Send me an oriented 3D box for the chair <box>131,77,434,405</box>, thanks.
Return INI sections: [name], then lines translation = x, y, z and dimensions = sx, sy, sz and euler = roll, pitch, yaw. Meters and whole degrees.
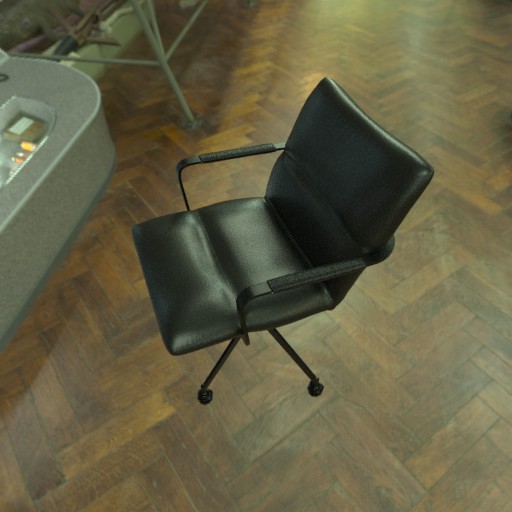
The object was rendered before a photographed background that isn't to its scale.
[chair]
translation = 0.000, 0.000, 1.506
dimensions = 0.748, 0.922, 0.719
euler = -16, 48, -15
